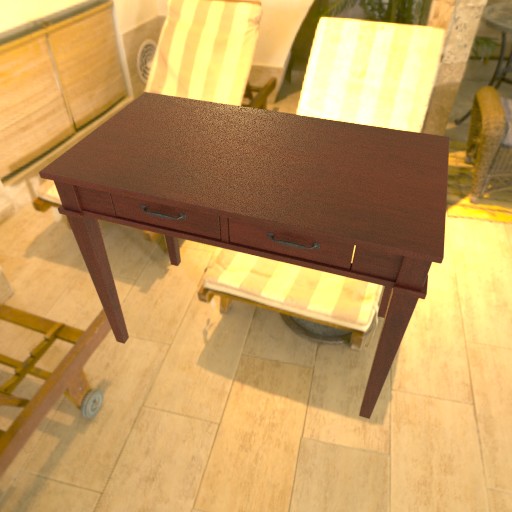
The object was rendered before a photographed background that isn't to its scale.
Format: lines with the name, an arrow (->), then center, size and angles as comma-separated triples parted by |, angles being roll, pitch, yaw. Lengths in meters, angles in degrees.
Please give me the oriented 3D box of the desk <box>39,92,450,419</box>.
desk -> 0.000, 0.000, 1.473 | 1.001, 0.762, 0.549 | 13, 44, 14
